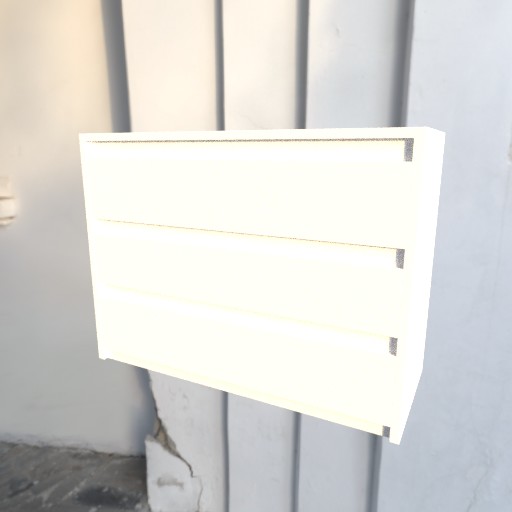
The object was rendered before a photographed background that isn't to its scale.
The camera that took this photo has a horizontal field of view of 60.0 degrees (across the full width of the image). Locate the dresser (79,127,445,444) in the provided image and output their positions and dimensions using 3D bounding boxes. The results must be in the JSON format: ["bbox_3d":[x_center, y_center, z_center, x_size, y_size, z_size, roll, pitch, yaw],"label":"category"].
[{"bbox_3d":[0.000,0.000,1.536,1.100,0.820,0.460,7,15,26],"label":"dresser"}]
